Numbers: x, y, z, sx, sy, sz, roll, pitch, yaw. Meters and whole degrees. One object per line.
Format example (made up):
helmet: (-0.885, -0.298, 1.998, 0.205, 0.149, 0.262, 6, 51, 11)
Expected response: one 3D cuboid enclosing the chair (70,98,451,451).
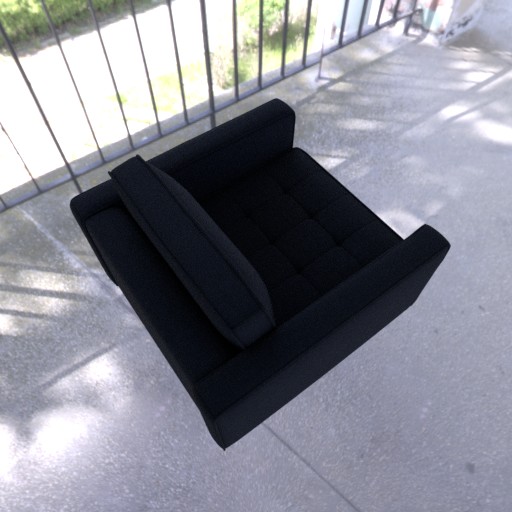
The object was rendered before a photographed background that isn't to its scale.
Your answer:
chair: (0.000, 0.000, 1.594, 0.920, 0.770, 0.899, -32, 63, -19)
